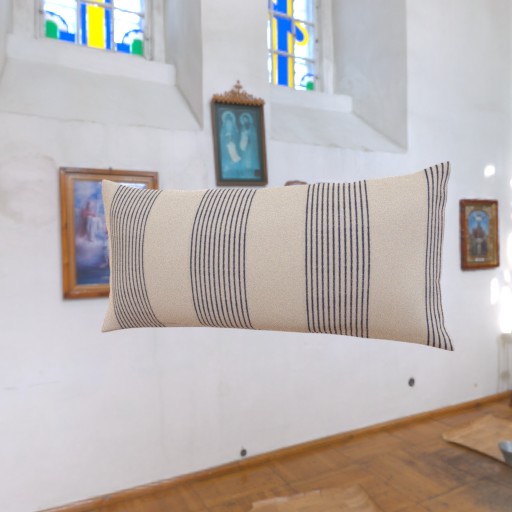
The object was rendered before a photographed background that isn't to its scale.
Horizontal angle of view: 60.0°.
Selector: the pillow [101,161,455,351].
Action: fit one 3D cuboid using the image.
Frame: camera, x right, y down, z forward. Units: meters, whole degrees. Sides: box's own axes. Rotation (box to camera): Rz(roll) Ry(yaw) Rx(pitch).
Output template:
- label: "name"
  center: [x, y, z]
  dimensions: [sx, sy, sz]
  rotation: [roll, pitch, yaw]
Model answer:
- label: "pillow"
  center: [0.000, 0.000, 0.739]
  dimensions: [0.610, 0.287, 0.151]
  rotation: [0, 0, 18]
